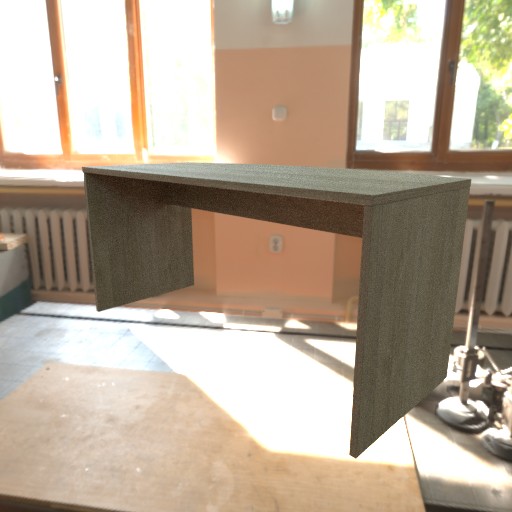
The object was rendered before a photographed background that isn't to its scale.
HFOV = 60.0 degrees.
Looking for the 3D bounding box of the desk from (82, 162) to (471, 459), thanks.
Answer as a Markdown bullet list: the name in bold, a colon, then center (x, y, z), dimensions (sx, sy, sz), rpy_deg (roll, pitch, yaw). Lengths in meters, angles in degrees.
- **desk**: center (0.000, 0.000, 1.986), dimensions (1.600, 0.752, 0.802), rpy_deg (14, 20, 43)
